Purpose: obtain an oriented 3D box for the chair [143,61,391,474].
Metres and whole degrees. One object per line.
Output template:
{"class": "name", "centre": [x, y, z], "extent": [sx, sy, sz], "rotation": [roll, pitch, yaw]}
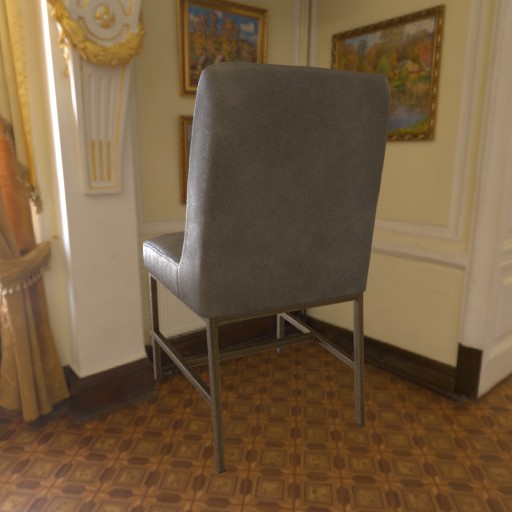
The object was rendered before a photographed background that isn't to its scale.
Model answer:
{"class": "chair", "centre": [0.000, 0.000, 1.225], "extent": [0.508, 0.889, 0.587], "rotation": [-6, 14, -25]}
